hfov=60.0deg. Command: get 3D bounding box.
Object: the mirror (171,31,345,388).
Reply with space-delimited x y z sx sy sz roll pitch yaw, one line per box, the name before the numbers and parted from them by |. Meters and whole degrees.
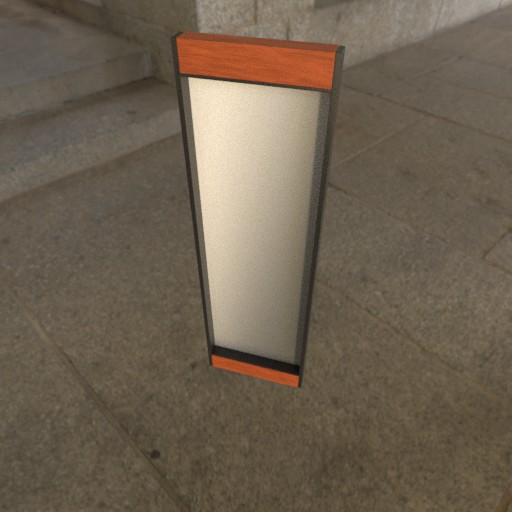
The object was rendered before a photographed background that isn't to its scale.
mirror | 0.000 0.000 1.238 0.343 1.123 0.047 11 43 12
